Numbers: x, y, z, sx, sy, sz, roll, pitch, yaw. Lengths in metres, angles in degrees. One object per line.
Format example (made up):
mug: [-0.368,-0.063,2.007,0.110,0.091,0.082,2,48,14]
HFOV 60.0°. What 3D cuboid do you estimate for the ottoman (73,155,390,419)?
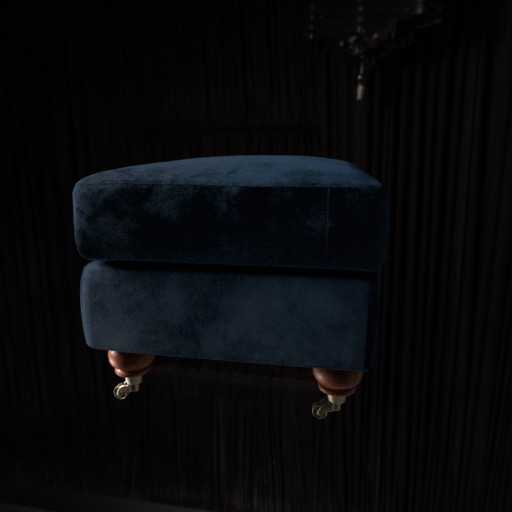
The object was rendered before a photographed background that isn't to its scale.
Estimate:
ottoman: [0.000,0.000,1.141,0.572,0.503,0.773,2,14,9]
